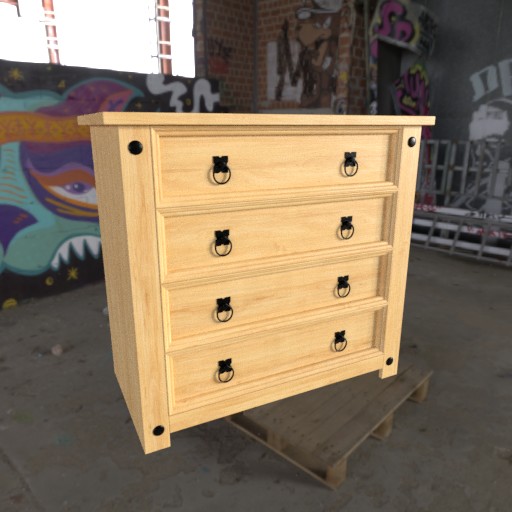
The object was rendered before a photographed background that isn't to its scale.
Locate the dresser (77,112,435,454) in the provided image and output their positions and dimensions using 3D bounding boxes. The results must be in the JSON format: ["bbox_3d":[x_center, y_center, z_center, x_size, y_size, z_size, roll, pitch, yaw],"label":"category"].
[{"bbox_3d":[0.000,0.000,1.214,0.800,0.730,0.410,-8,18,-26],"label":"dresser"}]
